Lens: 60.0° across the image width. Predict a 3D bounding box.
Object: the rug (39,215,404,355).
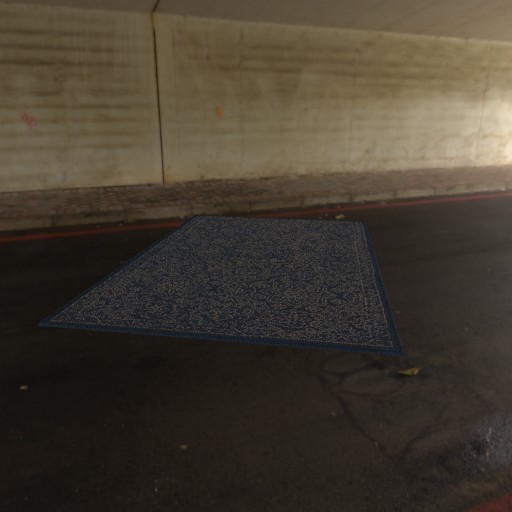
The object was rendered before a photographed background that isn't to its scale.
[{"bbox_3d":[0.000,0.000,2.292,1.219,0.010,1.829,3,18,9],"label":"rug"}]
